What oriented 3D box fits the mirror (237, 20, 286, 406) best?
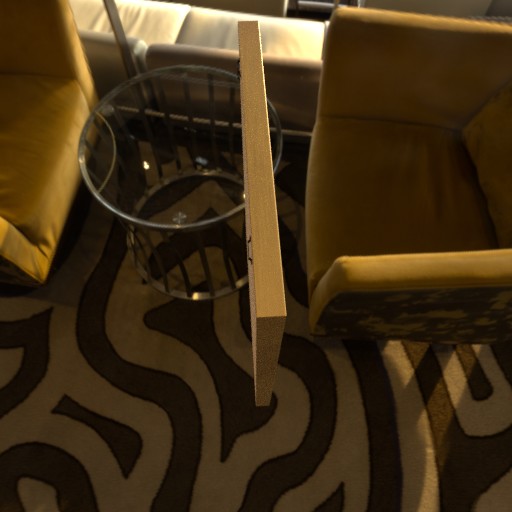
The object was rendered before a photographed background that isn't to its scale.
[{"bbox_3d":[0.000,0.000,0.930,0.039,0.710,0.507,-3,64,-2],"label":"mirror"}]
